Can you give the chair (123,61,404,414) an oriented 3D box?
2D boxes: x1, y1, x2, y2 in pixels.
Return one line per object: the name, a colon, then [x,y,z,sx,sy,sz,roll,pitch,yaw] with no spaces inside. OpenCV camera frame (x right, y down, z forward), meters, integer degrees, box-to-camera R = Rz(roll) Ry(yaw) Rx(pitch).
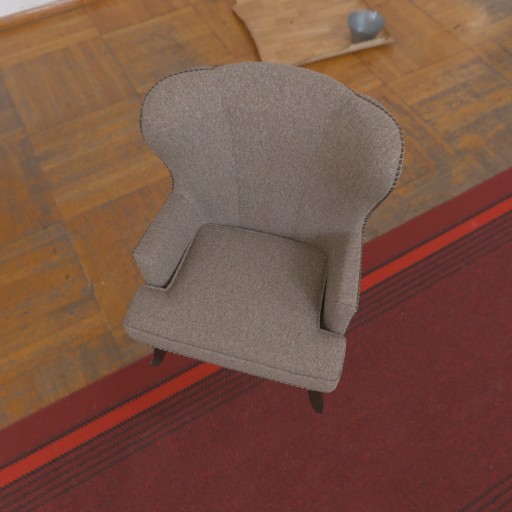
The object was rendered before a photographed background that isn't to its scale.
chair: [0.000,0.000,1.584,0.759,1.060,0.758,13,60,8]
